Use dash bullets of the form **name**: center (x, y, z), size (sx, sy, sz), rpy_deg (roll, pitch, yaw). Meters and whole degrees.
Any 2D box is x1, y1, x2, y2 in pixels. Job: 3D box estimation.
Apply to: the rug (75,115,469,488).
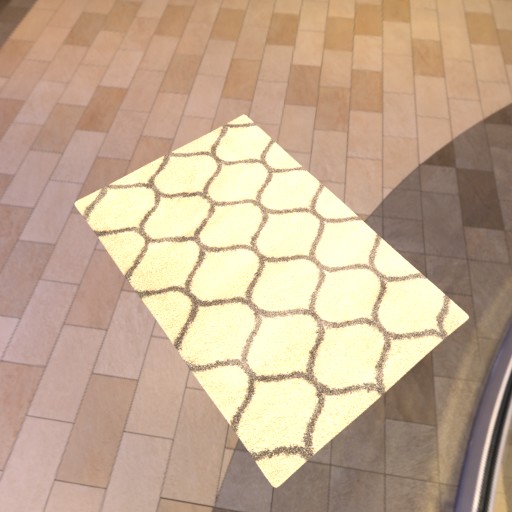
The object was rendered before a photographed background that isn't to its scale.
- **rug**: center (0.000, 0.000, 3.456), size (1.801, 0.026, 2.701), rpy_deg (-33, 64, -19)
